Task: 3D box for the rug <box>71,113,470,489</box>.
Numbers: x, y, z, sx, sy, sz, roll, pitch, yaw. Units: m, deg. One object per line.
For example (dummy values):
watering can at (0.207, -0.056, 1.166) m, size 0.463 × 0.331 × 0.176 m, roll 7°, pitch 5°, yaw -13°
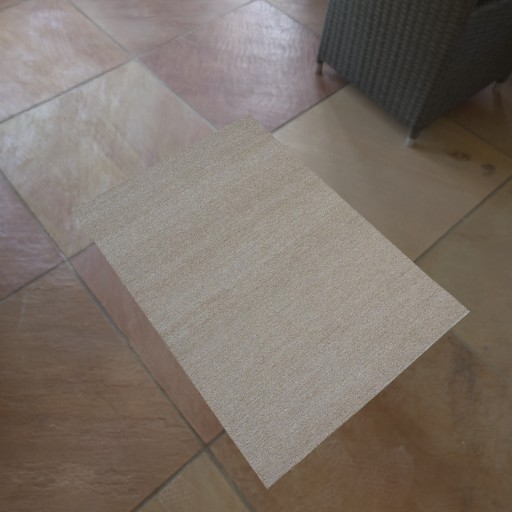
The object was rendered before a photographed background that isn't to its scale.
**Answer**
rug at (0.000, 0.000, 3.737) m, size 2.032 × 0.038 × 2.869 m, roll -33°, pitch 64°, yaw -19°
